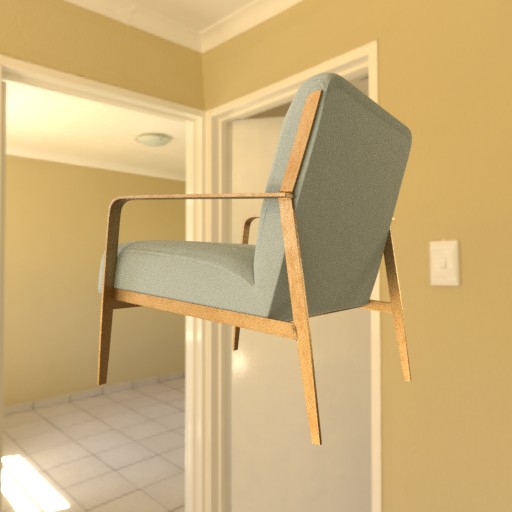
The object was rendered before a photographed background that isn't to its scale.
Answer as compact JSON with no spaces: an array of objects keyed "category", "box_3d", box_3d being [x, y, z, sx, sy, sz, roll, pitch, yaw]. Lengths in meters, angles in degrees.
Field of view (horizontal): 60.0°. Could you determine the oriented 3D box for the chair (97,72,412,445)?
[{"category":"chair","box_3d":[0.000,0.000,1.445,0.842,0.824,0.701,-1,-1,36]}]
